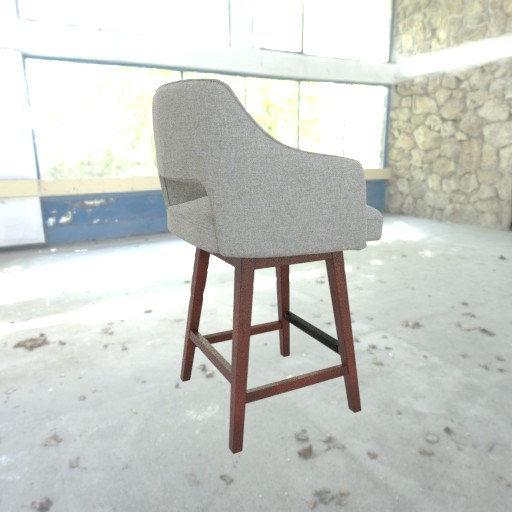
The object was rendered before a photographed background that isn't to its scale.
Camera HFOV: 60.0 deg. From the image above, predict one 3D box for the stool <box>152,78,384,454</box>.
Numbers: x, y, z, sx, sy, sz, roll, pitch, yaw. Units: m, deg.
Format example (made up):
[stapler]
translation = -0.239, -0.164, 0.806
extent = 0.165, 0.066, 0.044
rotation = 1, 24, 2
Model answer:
[stool]
translation = 0.000, 0.000, 1.339
extent = 0.558, 0.944, 0.599
rotation = -7, 15, -27
